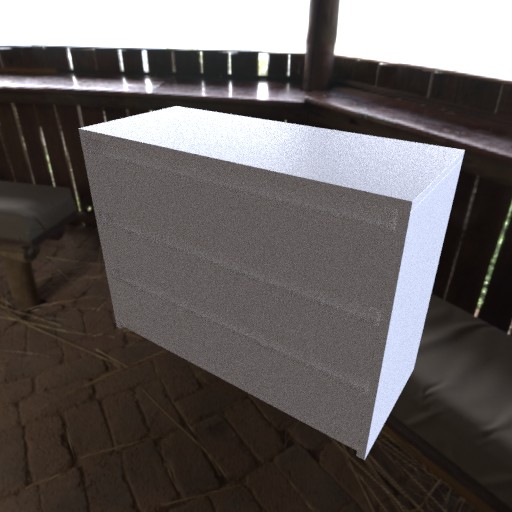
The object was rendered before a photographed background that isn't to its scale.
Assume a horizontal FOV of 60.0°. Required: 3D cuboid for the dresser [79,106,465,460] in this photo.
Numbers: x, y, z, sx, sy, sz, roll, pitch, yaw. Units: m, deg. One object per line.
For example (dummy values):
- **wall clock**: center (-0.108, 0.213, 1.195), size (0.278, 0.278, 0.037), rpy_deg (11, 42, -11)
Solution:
- **dresser**: center (0.000, 0.000, 1.547), size (1.100, 0.820, 0.460), rpy_deg (19, 34, 30)
